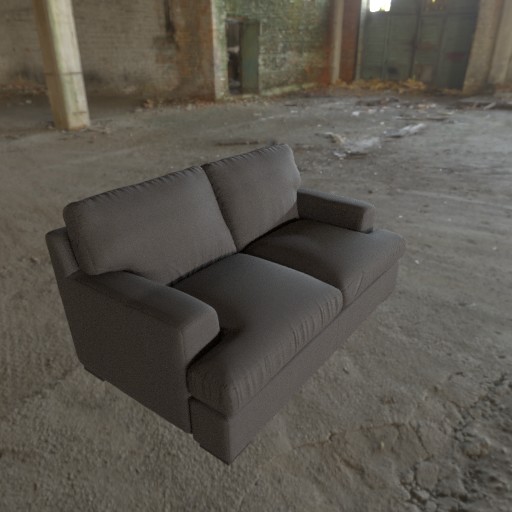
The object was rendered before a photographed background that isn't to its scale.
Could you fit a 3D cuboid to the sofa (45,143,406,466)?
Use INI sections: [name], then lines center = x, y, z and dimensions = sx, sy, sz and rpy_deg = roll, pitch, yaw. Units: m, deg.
[sofa]
center = 0.000, 0.000, 2.536
dimensions = 1.143, 0.940, 1.880
rpy_deg = 18, 31, 33
